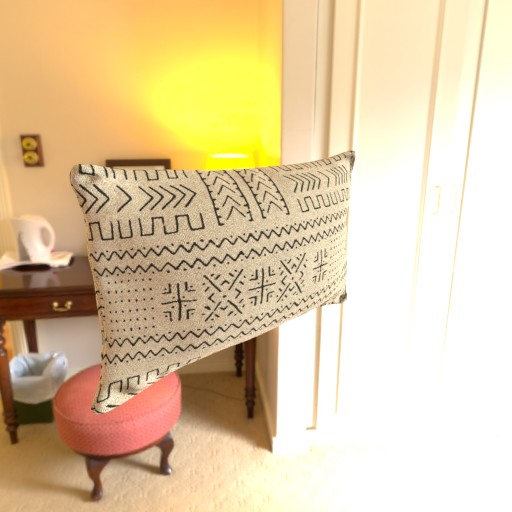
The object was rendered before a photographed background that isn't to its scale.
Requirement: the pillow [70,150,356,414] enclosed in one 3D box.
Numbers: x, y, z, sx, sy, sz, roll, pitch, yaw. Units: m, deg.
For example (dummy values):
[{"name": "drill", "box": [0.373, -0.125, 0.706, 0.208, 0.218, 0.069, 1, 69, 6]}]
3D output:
[{"name": "pillow", "box": [0.000, 0.000, 0.792, 0.188, 0.352, 0.637, 15, 21, 42]}]
